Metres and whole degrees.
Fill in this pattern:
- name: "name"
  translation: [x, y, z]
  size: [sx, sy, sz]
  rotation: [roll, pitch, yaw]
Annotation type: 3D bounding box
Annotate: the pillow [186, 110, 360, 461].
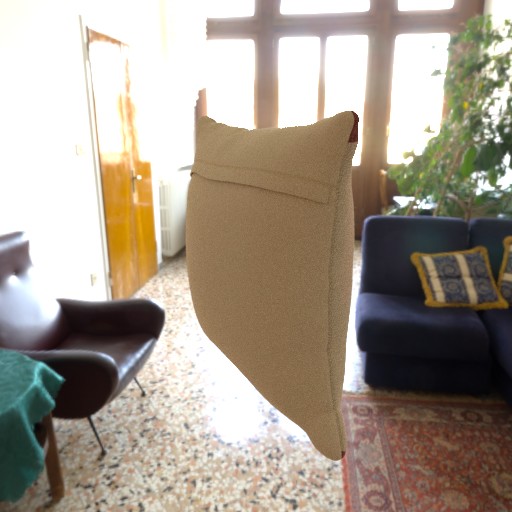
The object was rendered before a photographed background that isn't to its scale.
- name: "pillow"
  translation: [0.000, 0.000, 0.813]
  size: [0.229, 0.506, 0.536]
  rotation: [-8, 17, -27]
